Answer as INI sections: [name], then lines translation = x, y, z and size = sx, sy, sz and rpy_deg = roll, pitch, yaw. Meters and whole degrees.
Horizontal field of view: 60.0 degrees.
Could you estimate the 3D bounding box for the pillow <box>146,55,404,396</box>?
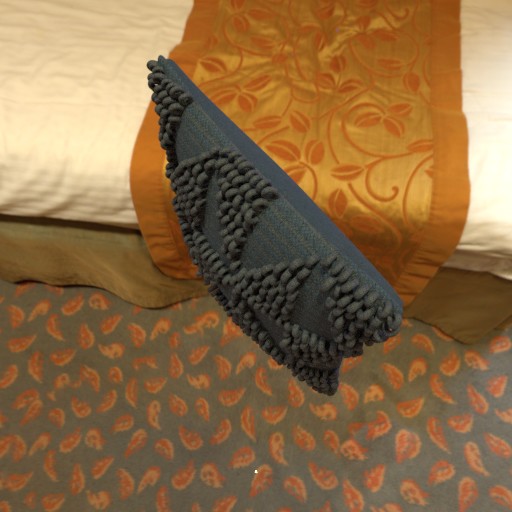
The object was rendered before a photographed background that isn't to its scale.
[pillow]
translation = 0.000, 0.000, 0.710
size = 0.172, 0.466, 0.469
rpy_deg = -35, 69, -15
